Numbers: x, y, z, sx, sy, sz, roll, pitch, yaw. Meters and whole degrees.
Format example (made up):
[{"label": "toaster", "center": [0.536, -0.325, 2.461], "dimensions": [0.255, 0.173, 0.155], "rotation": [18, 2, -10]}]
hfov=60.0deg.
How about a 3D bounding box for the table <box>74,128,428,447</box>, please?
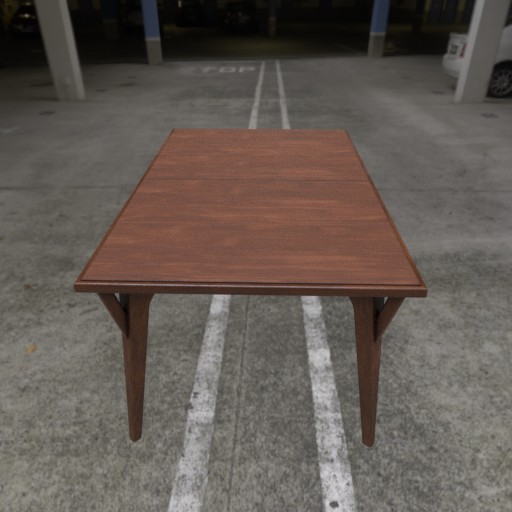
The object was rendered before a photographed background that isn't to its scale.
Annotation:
[{"label": "table", "center": [0.000, 0.000, 2.078], "dimensions": [0.990, 0.761, 1.524], "rotation": [1, 32, 1]}]
